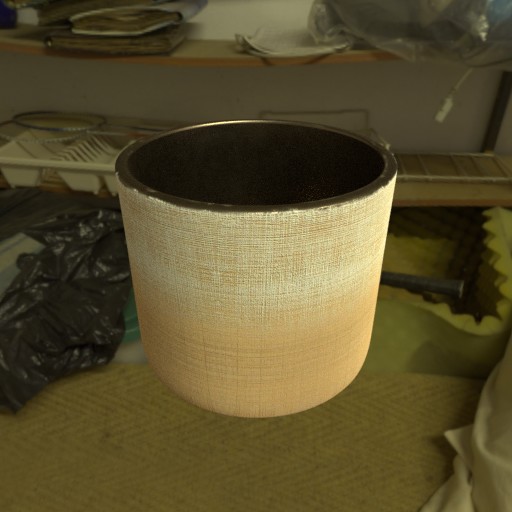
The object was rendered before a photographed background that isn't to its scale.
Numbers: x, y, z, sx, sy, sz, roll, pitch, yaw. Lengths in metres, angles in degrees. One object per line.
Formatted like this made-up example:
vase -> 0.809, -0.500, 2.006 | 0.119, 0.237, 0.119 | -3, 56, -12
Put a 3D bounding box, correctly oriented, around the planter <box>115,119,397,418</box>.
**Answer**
planter -> 0.000, 0.000, 0.460 | 0.254, 0.221, 0.254 | 0, 31, 0
